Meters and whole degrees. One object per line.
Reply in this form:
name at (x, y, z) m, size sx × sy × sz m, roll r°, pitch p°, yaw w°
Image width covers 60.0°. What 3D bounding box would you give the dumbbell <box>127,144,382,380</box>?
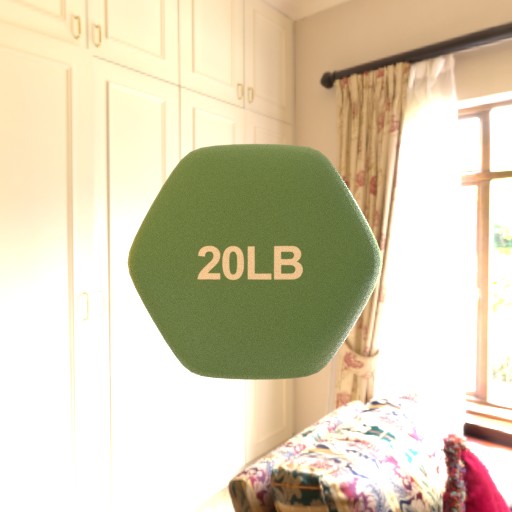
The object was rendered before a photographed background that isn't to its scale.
dumbbell at (0.000, 0.000, 0.323) m, size 0.126 × 0.114 × 0.257 m, roll 0°, pitch 2°, yaw 1°
